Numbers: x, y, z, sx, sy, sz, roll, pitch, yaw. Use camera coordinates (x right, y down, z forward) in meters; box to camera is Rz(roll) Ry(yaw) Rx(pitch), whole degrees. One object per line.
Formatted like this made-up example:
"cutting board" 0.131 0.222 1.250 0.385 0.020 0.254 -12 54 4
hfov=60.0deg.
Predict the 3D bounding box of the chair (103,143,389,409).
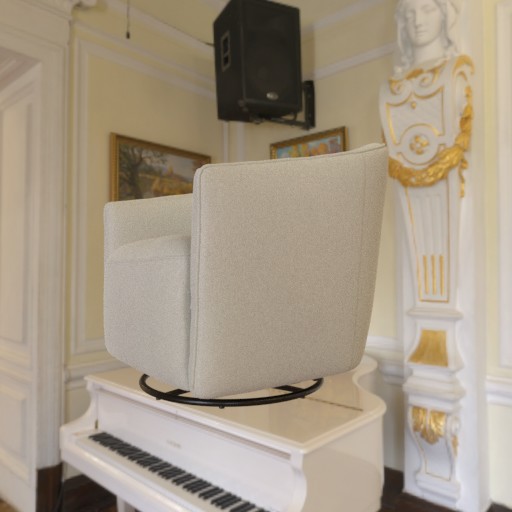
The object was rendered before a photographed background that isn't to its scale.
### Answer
"chair" 0.000 0.000 1.478 0.875 0.799 0.747 1 -2 -35
